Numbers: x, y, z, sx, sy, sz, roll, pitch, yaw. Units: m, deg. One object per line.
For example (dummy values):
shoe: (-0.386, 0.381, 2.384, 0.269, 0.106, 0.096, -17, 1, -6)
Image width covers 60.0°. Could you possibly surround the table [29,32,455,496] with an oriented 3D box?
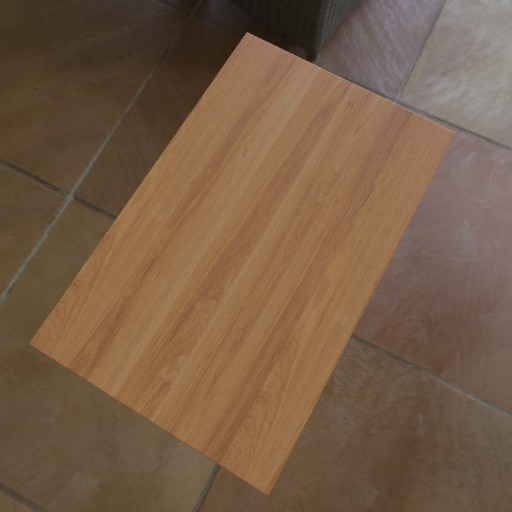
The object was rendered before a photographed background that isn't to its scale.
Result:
table: (0.000, 0.000, 1.451, 0.700, 0.510, 1.100, 29, 77, 8)
